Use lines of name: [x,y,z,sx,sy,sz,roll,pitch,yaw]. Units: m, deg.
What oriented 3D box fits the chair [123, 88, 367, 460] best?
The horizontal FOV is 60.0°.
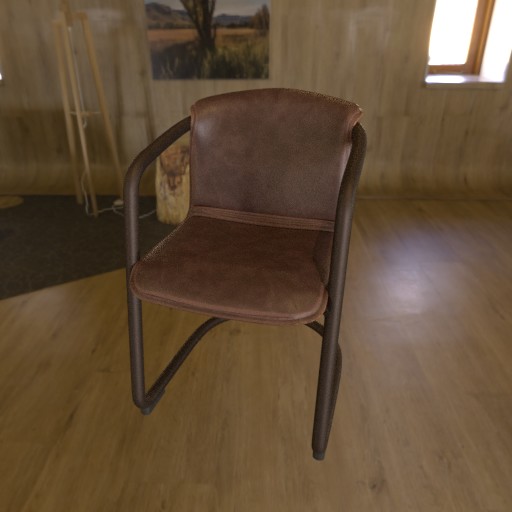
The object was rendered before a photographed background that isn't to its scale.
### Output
chair: [0.000,0.000,1.240,0.536,0.836,0.664,8,28,16]
